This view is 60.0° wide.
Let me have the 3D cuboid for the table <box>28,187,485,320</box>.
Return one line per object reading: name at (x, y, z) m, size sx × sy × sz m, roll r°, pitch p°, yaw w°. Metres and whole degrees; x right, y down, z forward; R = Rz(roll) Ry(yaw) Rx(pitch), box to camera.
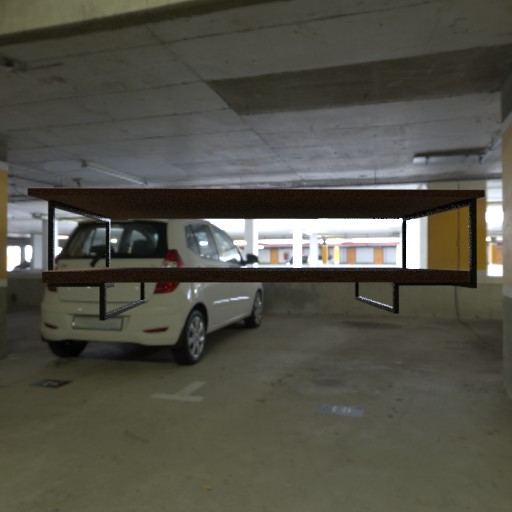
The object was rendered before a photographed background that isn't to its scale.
table at (0.000, 0.000, 1.482) m, size 1.197 × 0.347 × 0.651 m, roll 0°, pitch -1°, yaw -2°
